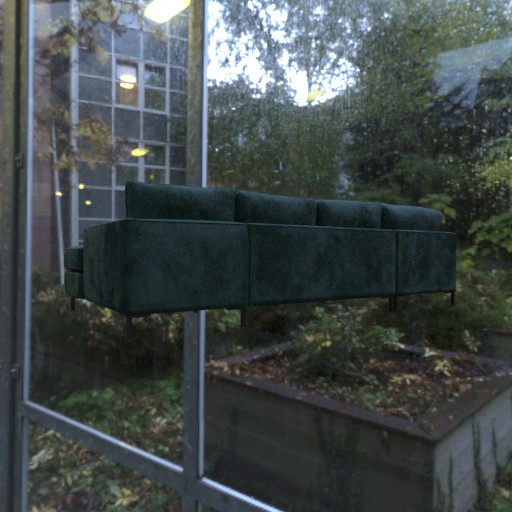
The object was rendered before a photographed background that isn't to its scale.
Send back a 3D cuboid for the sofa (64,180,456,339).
[{"bbox_3d":[0.000,0.000,3.877,2.994,0.861,1.992,0,0,-33],"label":"sofa"}]
